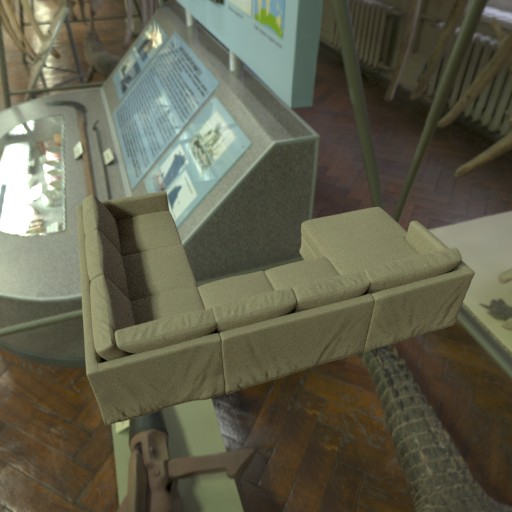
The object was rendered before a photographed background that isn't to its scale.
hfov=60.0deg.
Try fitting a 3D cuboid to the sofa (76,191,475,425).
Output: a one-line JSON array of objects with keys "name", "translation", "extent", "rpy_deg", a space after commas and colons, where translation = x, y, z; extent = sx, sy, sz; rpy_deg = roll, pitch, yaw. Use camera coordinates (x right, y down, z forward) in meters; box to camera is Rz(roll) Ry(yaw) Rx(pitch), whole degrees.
[{"name": "sofa", "translation": [0.000, 0.000, 4.701], "extent": [3.528, 0.878, 2.476], "rpy_deg": [-12, 41, -15]}]
